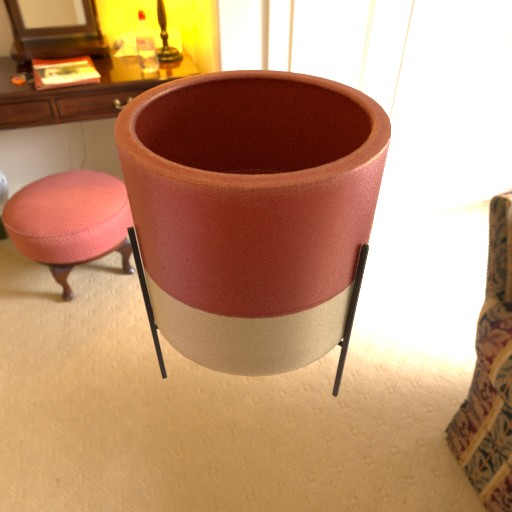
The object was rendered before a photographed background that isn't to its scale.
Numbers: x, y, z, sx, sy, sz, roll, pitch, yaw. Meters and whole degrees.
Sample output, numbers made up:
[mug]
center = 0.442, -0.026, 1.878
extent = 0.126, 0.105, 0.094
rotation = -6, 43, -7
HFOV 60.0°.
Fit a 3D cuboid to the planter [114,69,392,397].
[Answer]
[planter]
center = 0.000, 0.000, 0.705
extent = 0.354, 0.465, 0.345
rotation = 26, 47, 27
